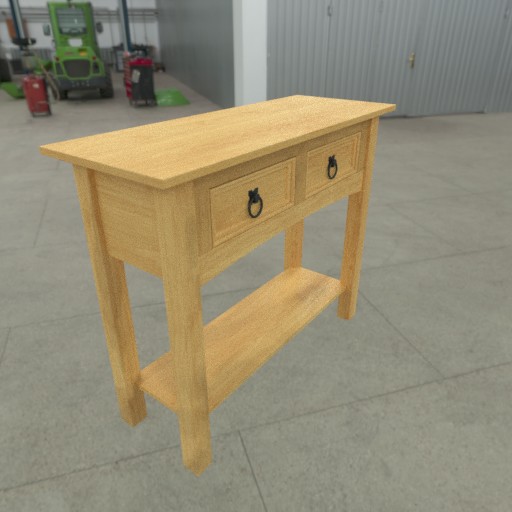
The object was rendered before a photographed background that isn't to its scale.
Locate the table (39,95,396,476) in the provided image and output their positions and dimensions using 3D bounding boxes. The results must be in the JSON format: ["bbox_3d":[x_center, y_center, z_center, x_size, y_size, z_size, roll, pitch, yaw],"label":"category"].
[{"bbox_3d":[0.000,0.000,1.224,0.340,0.728,0.900,19,33,32],"label":"table"}]
